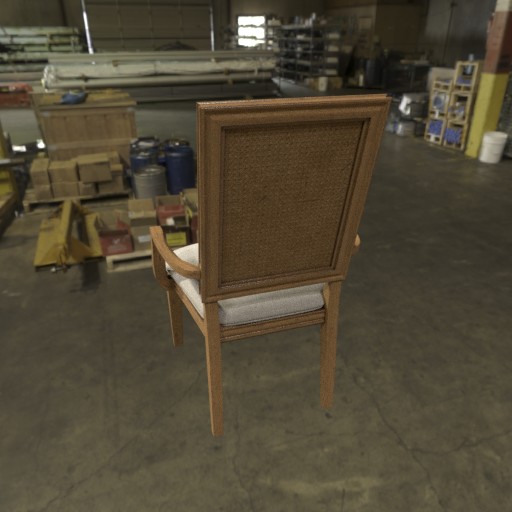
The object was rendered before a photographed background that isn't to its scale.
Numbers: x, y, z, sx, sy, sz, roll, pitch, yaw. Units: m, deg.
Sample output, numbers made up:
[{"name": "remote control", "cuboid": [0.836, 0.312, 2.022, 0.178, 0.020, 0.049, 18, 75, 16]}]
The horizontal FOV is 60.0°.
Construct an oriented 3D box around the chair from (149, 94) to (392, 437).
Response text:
[{"name": "chair", "cuboid": [0.000, 0.000, 1.364, 0.606, 0.990, 0.602, -8, 28, -16]}]
